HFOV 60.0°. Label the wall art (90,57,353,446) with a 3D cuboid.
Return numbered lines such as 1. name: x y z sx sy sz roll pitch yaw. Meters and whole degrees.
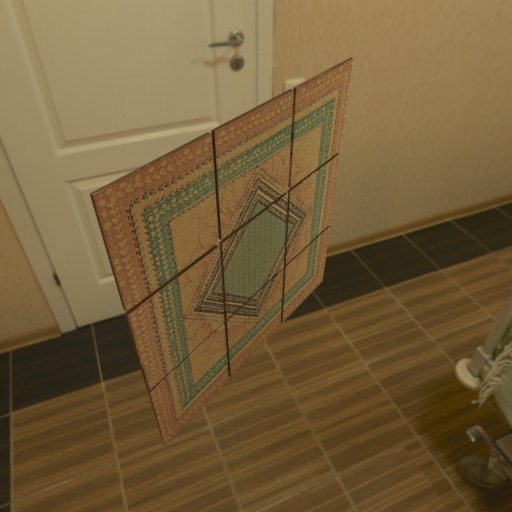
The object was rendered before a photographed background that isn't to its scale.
1. wall art: 0.000 0.000 1.766 0.013 1.213 1.215 27 48 28
